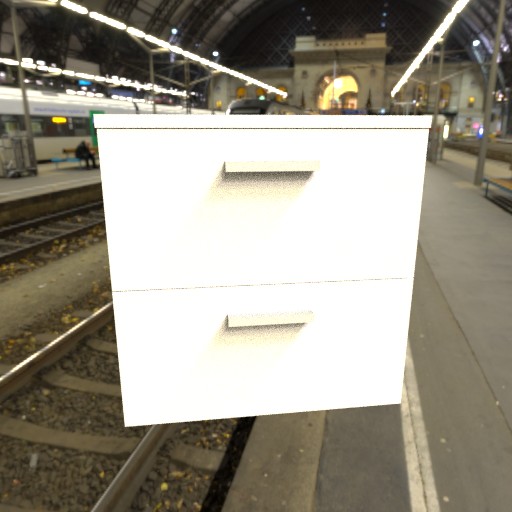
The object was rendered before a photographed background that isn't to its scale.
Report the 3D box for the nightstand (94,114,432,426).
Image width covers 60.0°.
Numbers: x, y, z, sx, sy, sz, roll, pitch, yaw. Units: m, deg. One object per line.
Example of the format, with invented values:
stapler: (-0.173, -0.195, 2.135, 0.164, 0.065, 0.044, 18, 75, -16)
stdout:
nightstand: (0.000, 0.000, 0.773, 0.441, 0.460, 0.325, -2, 16, -7)
